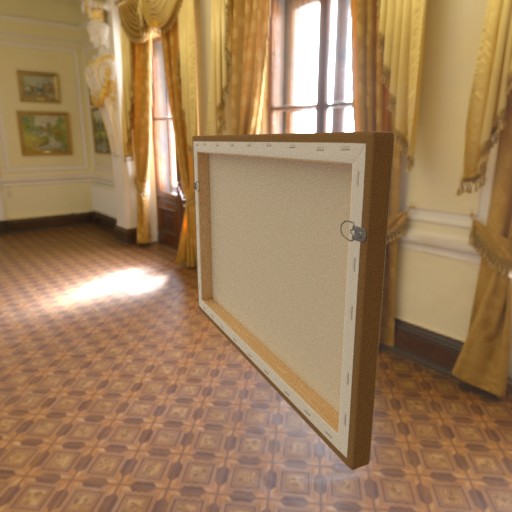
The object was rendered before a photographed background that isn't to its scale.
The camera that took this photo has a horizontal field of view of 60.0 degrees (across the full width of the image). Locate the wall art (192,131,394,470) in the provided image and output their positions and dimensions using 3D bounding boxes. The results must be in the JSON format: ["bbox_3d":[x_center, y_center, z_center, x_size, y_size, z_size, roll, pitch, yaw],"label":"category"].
[{"bbox_3d":[0.000,0.000,0.480,0.019,0.254,0.380,-7,16,-24],"label":"wall art"}]
